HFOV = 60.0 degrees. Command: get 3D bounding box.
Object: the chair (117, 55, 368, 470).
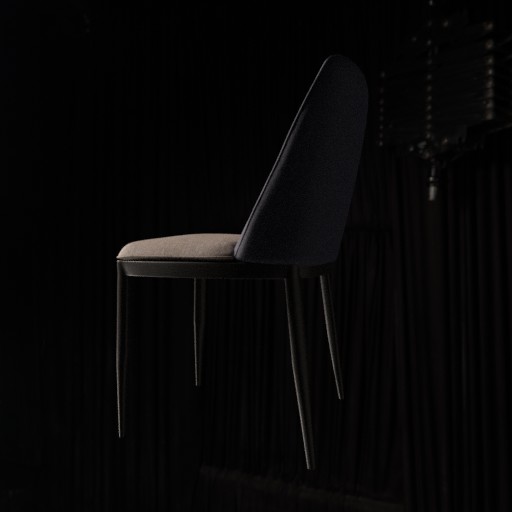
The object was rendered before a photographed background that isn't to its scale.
[{"bbox_3d":[0.000,0.000,1.134,0.551,0.839,0.480,0,1,19],"label":"chair"}]
